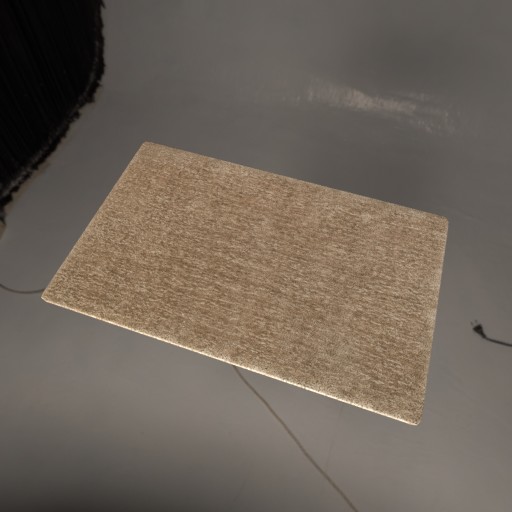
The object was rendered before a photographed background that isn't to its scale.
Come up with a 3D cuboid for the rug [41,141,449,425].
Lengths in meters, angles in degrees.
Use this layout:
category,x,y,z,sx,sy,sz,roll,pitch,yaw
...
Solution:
category,x,y,z,sx,sy,sz,roll,pitch,yaw
rug,0.000,0.000,3.070,2.469,0.024,1.539,16,59,10
